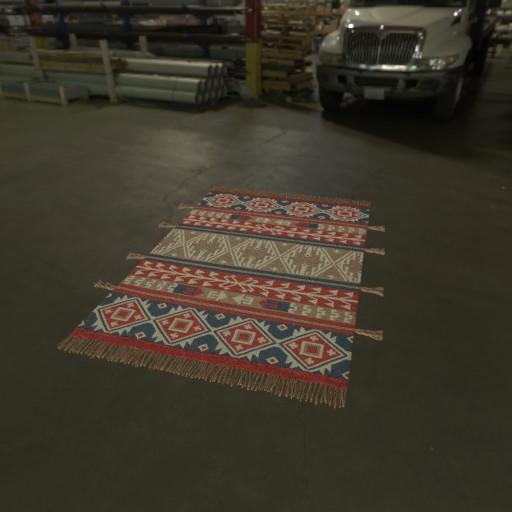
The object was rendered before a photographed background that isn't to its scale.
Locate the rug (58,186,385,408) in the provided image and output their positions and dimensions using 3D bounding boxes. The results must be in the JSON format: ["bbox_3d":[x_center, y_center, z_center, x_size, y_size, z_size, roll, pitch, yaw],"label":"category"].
[{"bbox_3d":[0.000,0.000,3.140,1.778,0.048,2.450,8,31,13],"label":"rug"}]
